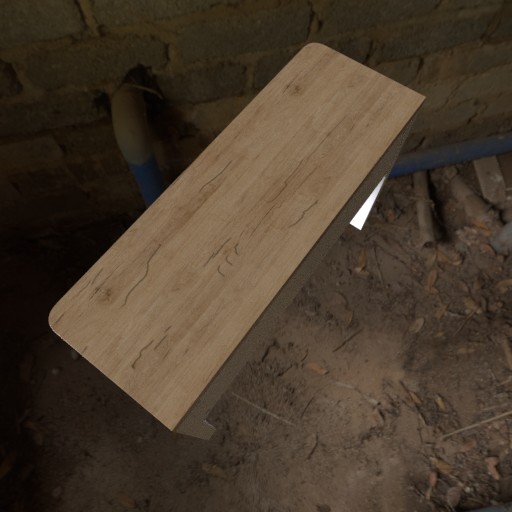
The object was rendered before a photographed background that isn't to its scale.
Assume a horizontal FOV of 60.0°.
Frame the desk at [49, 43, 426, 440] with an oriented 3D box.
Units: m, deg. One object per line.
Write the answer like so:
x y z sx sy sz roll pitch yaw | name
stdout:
0.000 0.000 1.476 0.390 0.760 1.100 34 70 14 | desk
